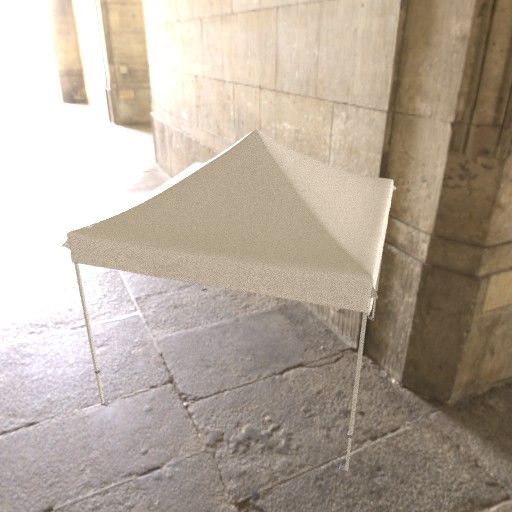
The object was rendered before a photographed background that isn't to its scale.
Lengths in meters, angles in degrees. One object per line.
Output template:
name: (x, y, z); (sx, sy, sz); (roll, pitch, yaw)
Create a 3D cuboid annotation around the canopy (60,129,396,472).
canopy: (0.000, 0.000, 5.383); (2.996, 2.998, 2.994); (8, 27, 17)
